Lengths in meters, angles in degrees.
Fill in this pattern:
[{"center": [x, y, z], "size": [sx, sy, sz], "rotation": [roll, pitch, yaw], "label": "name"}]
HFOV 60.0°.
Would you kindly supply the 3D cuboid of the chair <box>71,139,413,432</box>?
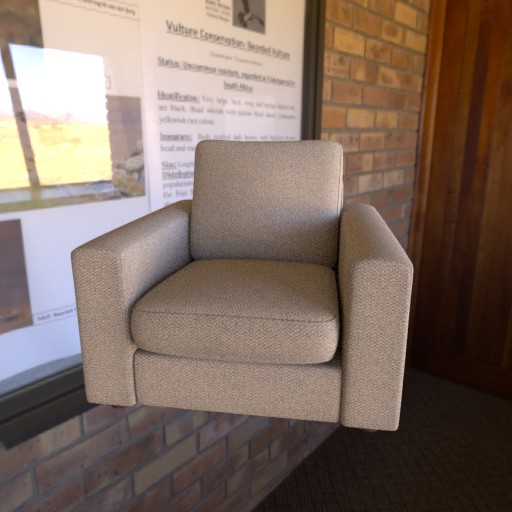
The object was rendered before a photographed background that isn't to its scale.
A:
[{"center": [0.000, 0.000, 1.731], "size": [1.005, 0.873, 1.016], "rotation": [2, 15, 8], "label": "chair"}]
